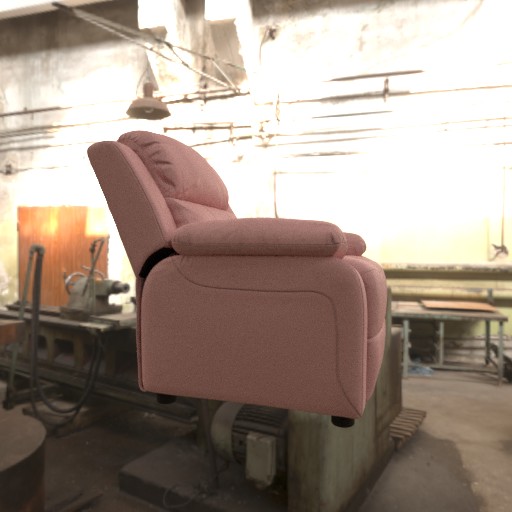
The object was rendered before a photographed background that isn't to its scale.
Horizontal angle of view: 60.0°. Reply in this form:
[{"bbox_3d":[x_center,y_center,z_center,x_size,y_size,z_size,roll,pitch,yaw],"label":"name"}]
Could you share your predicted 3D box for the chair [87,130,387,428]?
[{"bbox_3d":[0.000,0.000,1.260,0.709,0.702,0.680,0,0,18],"label":"chair"}]
